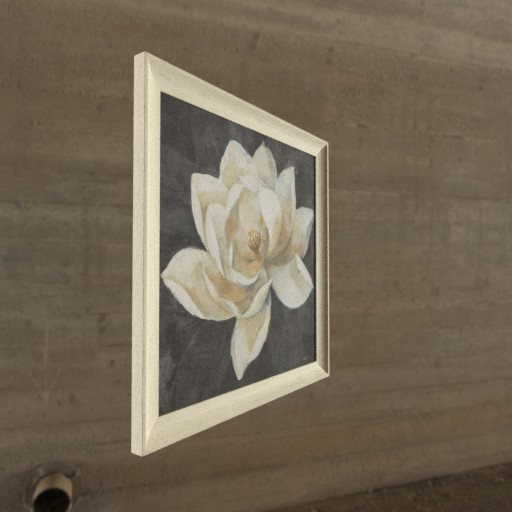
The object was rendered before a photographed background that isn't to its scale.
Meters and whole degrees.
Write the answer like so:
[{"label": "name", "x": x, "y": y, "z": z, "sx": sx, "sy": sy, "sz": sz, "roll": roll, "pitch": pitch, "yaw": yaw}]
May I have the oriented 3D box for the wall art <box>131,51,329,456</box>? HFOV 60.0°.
[{"label": "wall art", "x": 0.000, "y": 0.000, "z": 1.533, "sx": 0.045, "sy": 1.016, "sz": 1.016, "roll": -1, "pitch": -2, "yaw": 36}]
